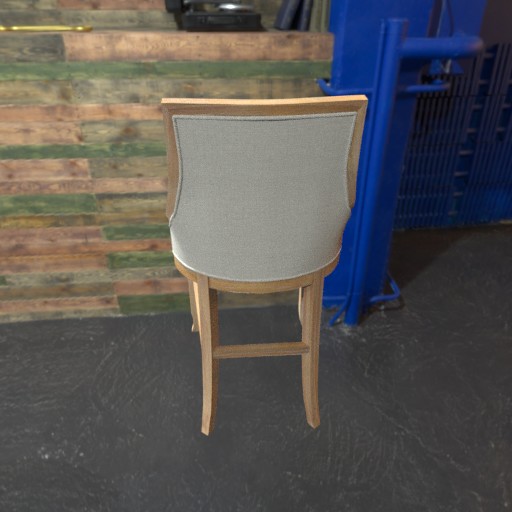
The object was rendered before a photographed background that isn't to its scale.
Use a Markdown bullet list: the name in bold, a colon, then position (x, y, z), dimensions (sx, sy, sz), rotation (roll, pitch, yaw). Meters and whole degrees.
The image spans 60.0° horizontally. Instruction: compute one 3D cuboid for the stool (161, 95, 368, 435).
- **stool**: position (0.000, 0.000, 1.447), dimensions (0.524, 1.101, 0.626), rotation (-2, 31, -4)
